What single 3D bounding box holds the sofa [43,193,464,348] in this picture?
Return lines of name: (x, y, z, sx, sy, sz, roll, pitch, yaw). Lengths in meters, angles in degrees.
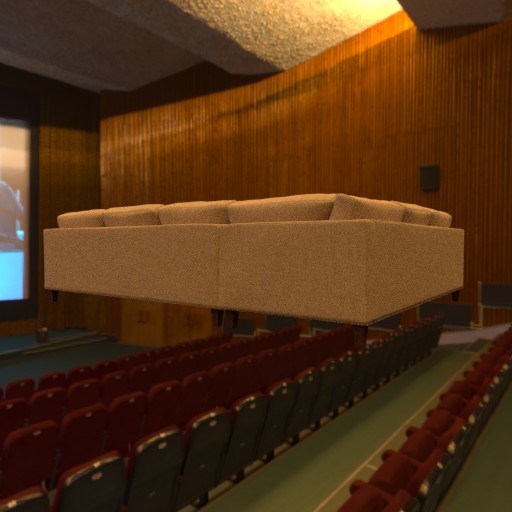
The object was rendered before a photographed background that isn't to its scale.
sofa: (0.000, 0.000, 4.200, 3.182, 0.863, 2.432, 1, 2, 36)
